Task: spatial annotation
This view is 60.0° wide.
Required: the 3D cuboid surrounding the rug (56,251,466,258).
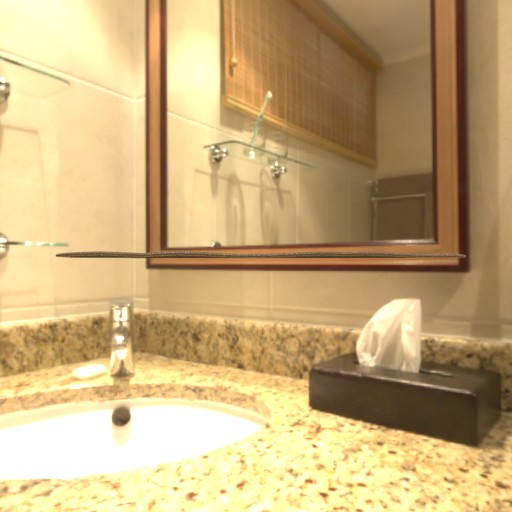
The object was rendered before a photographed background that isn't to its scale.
[{"bbox_3d":[0.000,0.000,0.902,0.551,0.008,0.642,0,0,-2],"label":"rug"}]
